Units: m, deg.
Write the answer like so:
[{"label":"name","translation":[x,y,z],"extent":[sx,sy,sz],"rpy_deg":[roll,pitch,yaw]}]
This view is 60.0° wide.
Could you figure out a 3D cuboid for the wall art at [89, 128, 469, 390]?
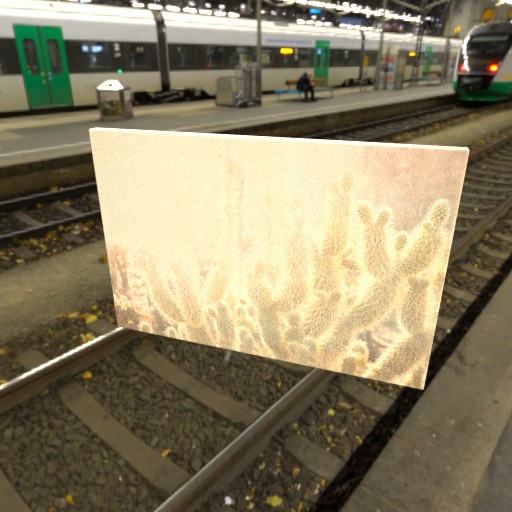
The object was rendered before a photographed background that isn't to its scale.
[{"label":"wall art","translation":[0.000,0.000,1.448],"extent":[1.142,0.758,0.041],"rpy_deg":[8,25,17]}]
